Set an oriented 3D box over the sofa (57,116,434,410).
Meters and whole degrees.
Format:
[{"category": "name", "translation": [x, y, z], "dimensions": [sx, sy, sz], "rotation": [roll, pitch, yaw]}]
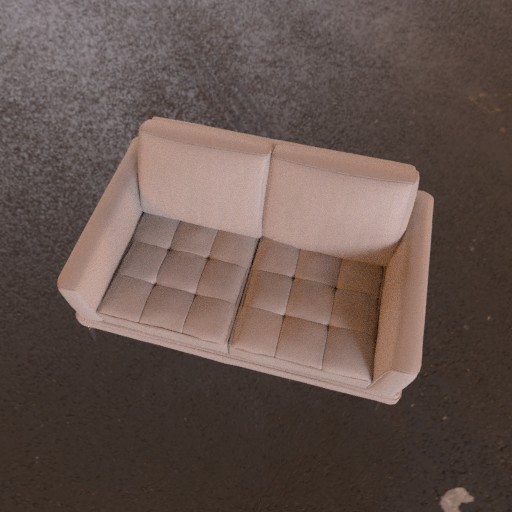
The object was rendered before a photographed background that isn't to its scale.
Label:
[{"category": "sofa", "translation": [0.000, 0.000, 2.443], "dimensions": [1.819, 0.930, 1.121], "rotation": [13, 60, 7]}]
